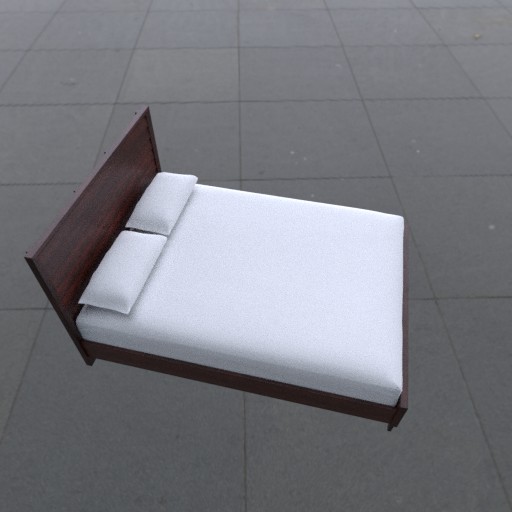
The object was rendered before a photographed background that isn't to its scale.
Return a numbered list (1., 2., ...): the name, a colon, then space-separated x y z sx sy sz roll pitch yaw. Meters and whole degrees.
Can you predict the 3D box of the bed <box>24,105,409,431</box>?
1. bed: 0.000 0.000 3.984 2.803 1.492 2.040 10 49 9
